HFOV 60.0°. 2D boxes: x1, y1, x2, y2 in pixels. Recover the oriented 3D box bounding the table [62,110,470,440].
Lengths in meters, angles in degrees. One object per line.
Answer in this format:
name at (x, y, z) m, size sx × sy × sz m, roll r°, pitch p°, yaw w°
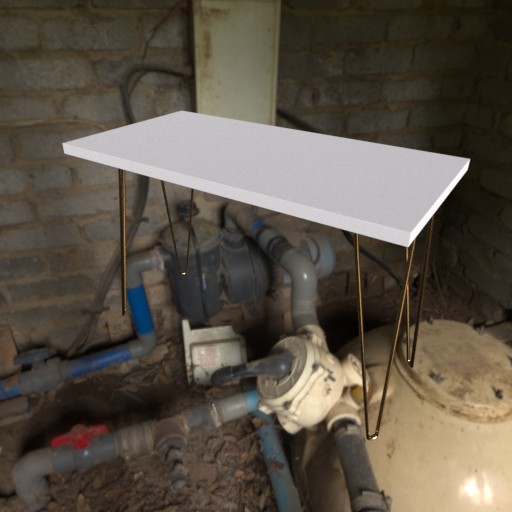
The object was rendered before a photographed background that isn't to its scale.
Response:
table at (0.000, 0.000, 1.366) m, size 0.991 × 0.660 × 0.498 m, roll 19°, pitch 35°, yaw 29°
